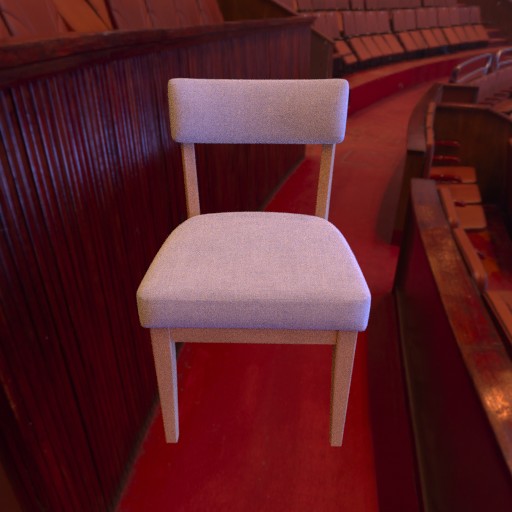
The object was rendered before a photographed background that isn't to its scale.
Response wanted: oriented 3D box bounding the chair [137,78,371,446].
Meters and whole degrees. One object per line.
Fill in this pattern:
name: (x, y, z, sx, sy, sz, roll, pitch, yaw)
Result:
chair: (0.000, 0.000, 1.192, 0.508, 0.832, 0.572, 1, 30, 1)
